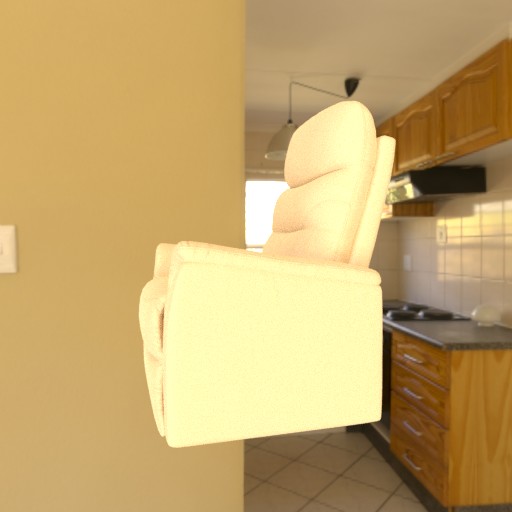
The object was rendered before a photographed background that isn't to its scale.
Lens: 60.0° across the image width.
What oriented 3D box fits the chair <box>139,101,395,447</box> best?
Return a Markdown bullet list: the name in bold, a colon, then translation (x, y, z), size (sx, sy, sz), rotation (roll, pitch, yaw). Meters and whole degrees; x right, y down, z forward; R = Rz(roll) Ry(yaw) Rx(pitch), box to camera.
- **chair**: translation (0.000, 0.000, 1.640), size (0.831, 1.082, 0.775), rotation (0, 1, -17)
